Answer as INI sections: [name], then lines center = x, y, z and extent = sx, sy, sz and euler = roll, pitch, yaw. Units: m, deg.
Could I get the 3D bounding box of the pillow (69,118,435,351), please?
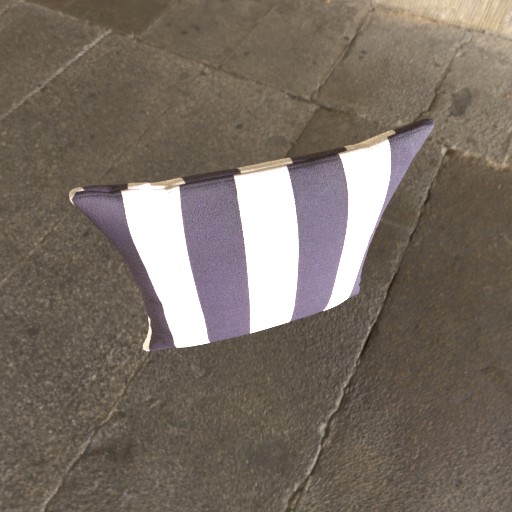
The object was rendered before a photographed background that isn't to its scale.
[pillow]
center = 0.000, 0.000, 0.826
extent = 0.536, 0.526, 0.189
euler = -14, 58, -9
